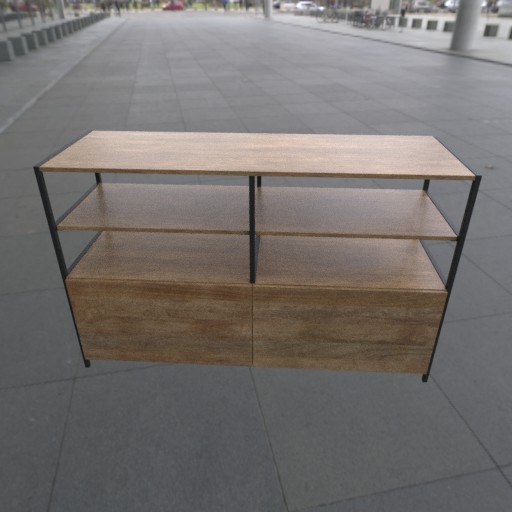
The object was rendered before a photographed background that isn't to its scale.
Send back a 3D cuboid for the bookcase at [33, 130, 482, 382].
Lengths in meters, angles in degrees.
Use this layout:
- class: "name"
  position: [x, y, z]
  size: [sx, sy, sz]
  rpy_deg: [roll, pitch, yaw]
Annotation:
- class: "bookcase"
  position: [0.000, 0.000, 1.466]
  size: [1.149, 0.712, 0.391]
  rpy_deg: [2, 30, 3]
